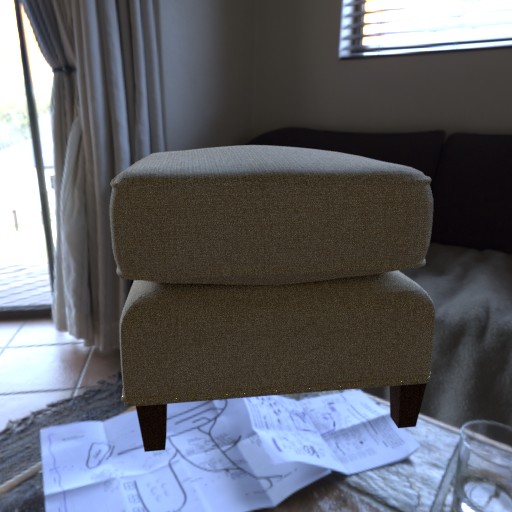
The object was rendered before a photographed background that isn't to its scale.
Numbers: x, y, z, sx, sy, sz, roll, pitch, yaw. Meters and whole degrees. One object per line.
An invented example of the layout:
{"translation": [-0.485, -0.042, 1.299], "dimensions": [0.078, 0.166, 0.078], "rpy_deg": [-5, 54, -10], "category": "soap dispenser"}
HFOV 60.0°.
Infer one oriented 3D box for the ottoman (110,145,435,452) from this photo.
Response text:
{"translation": [0.000, 0.000, 1.106], "dimensions": [0.589, 0.537, 0.738], "rpy_deg": [-2, 16, -7], "category": "ottoman"}
